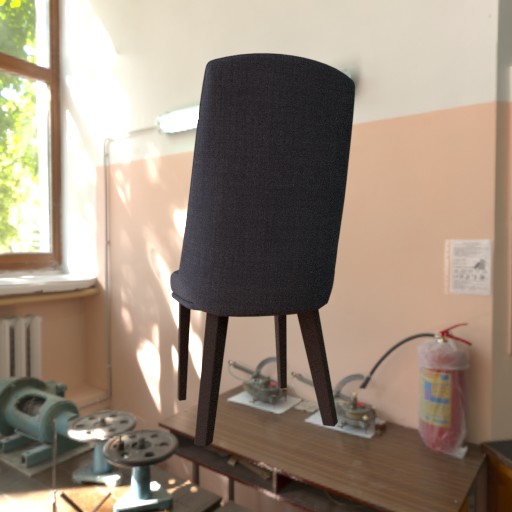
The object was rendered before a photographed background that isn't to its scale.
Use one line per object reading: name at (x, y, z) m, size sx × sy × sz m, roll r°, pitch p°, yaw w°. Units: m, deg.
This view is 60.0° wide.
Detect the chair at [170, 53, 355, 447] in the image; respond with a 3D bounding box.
chair at (0.000, 0.000, 1.421) m, size 0.510 × 1.050 × 0.577 m, roll -1°, pitch 2°, yaw -20°
